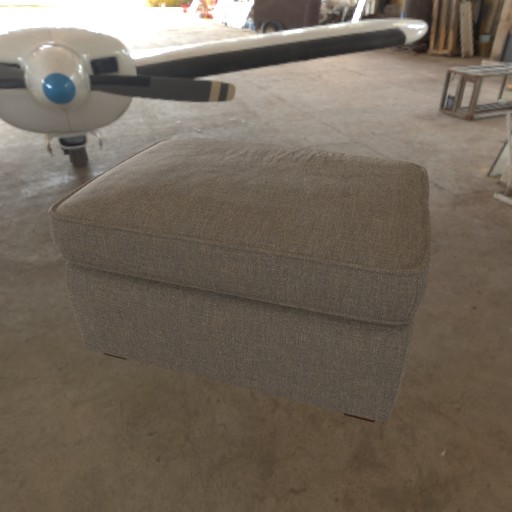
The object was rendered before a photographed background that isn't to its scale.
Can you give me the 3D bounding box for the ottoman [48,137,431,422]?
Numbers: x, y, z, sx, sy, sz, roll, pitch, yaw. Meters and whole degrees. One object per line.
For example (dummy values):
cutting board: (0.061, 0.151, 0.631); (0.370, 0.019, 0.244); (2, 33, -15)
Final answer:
ottoman: (0.000, 0.000, 1.105); (0.762, 0.457, 0.559); (9, 33, 15)
